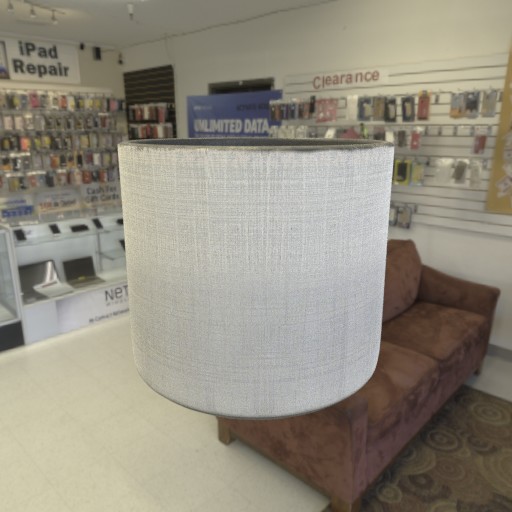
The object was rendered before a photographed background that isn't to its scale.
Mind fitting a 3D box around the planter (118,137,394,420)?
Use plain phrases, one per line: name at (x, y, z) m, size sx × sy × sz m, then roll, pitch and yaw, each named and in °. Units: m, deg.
planter at (0.000, 0.000, 0.398) m, size 0.226 × 0.201 × 0.226 m, roll 0°, pitch 16°, yaw 0°
